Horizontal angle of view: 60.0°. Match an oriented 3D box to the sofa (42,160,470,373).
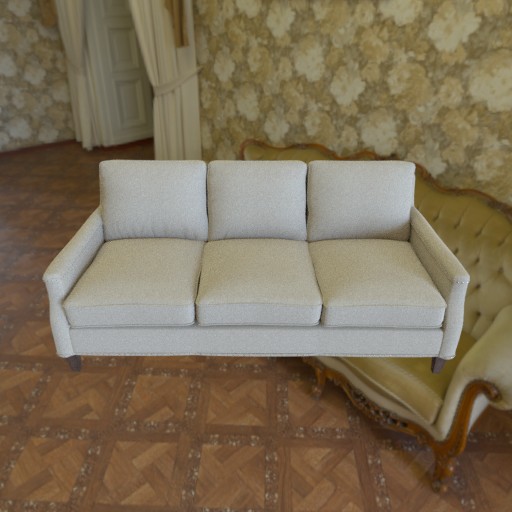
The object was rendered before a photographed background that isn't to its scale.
[{"bbox_3d":[0.000,0.000,2.764,2.246,1.003,1.084,0,30,0],"label":"sofa"}]
